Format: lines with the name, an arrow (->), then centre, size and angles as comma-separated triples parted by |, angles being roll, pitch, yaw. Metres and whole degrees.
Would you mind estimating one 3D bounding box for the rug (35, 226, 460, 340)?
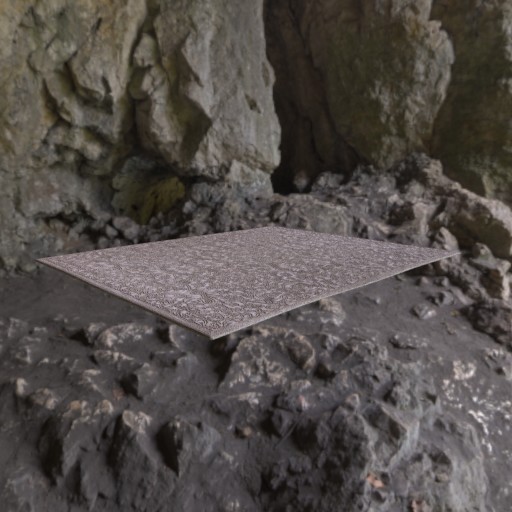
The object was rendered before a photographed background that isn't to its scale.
rug -> 0.000, 0.000, 4.032 | 3.017, 0.035, 2.472 | -11, 16, -43
